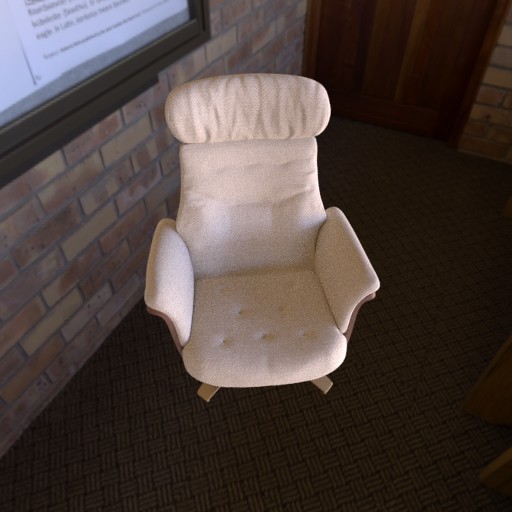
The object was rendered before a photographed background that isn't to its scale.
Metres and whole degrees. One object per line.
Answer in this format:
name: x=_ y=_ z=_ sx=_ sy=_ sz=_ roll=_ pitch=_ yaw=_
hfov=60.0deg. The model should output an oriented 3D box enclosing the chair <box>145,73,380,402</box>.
chair: x=0.000 y=0.000 z=1.590 sx=0.785 sy=0.995 sz=0.837 roll=-4 pitch=46 yaw=-3
